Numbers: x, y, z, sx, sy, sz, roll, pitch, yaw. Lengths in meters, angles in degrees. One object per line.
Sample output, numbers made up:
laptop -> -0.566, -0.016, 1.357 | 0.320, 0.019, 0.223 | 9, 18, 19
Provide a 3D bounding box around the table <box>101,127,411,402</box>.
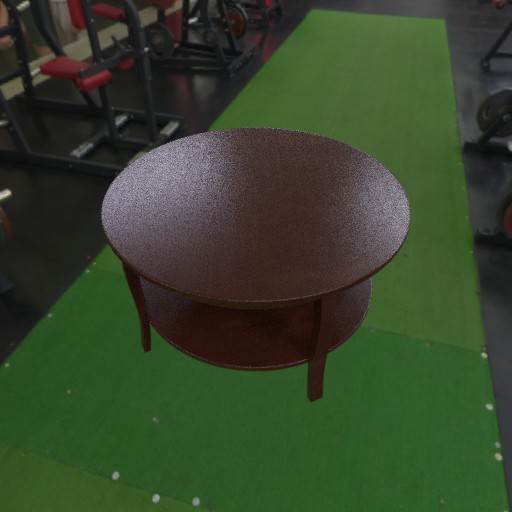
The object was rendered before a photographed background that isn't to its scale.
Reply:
table -> 0.000, 0.000, 1.511 | 0.911, 0.512, 0.911 | 0, 41, 0
